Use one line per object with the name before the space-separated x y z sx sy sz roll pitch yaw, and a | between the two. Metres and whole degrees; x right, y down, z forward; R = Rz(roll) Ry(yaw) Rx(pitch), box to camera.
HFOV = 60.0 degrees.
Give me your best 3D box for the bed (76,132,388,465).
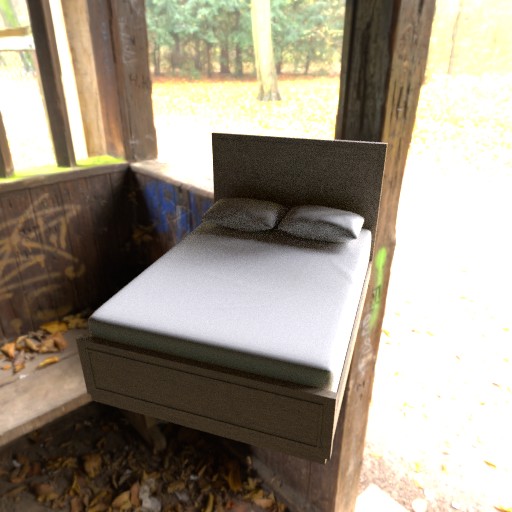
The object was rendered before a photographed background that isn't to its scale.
bed | 0.000 0.000 3.344 1.606 1.369 2.189 8 27 17
